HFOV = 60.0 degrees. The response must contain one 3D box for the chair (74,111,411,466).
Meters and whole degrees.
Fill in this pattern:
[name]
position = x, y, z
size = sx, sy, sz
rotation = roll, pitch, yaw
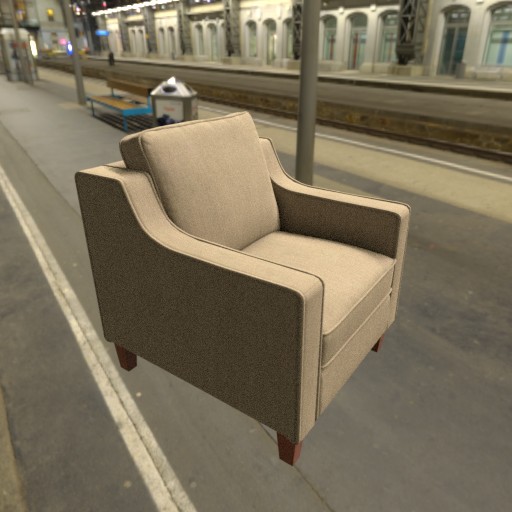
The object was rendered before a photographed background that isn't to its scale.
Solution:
[chair]
position = 0.000, 0.000, 1.684
size = 0.909, 0.960, 0.831
rotation = 17, 30, 32
